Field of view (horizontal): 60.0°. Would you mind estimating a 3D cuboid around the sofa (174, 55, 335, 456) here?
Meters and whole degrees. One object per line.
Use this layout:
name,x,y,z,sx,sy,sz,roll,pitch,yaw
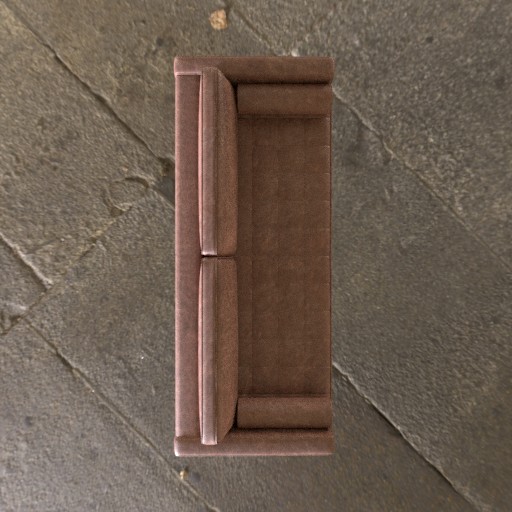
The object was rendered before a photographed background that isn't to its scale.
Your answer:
sofa,0.000,0.000,2.620,0.914,0.762,2.210,0,90,-1
